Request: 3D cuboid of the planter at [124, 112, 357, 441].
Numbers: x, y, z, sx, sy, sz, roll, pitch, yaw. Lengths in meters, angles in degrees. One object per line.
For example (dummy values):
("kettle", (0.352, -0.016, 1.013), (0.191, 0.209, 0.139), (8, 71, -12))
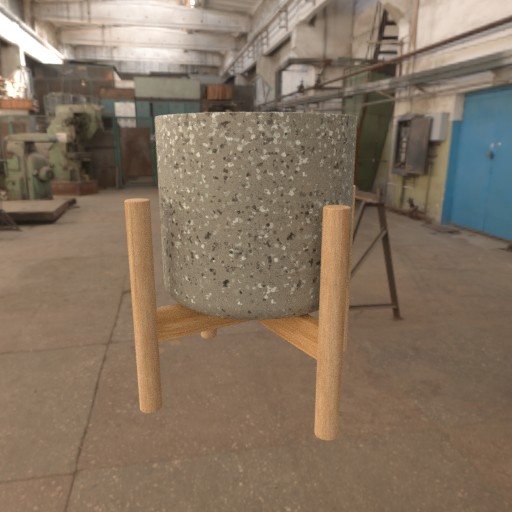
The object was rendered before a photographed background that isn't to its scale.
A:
("planter", (0.000, 0.000, 0.538), (0.284, 0.320, 0.284), (-2, 15, -9))
